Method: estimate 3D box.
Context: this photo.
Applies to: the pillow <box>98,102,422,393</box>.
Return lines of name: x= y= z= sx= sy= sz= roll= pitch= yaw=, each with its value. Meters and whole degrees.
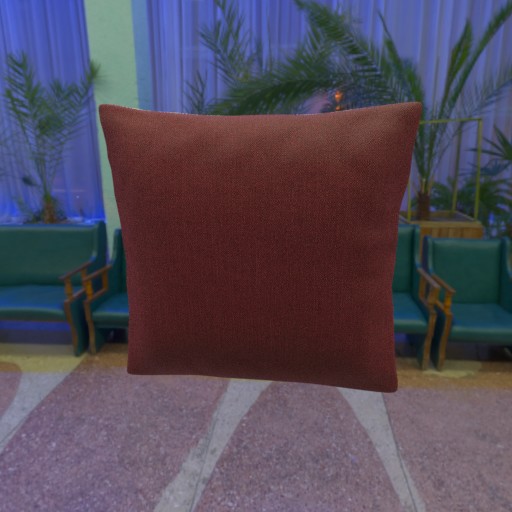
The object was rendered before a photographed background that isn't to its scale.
pillow: x=0.000 y=0.000 z=0.760 sx=0.513 sy=0.497 sz=0.166 roll=2 pitch=16 yaw=7
